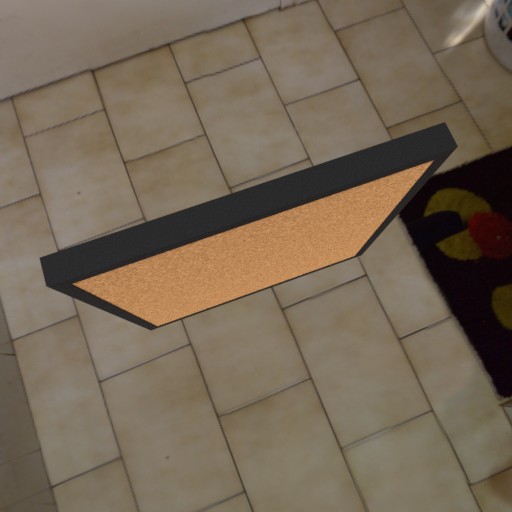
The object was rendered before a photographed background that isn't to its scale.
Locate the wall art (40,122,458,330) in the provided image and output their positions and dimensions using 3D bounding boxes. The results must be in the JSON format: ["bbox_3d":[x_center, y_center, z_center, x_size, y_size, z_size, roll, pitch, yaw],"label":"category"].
[{"bbox_3d":[0.000,0.000,0.760,0.506,0.503,0.036,-19,76,-5],"label":"wall art"}]
